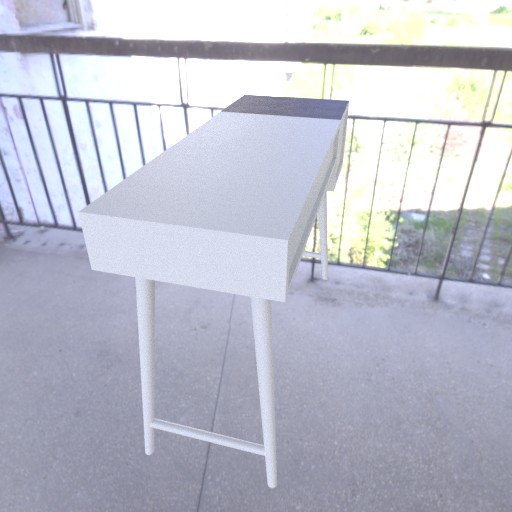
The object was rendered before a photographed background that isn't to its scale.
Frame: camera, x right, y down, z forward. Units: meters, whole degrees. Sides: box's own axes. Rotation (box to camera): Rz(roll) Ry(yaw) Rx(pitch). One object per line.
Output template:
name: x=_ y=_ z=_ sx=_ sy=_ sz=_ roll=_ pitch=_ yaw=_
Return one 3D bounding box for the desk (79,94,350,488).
desk: x=0.000 y=0.000 z=1.417 sx=0.409 sy=0.761 sz=1.069 roll=8 pitch=33 yaw=13
